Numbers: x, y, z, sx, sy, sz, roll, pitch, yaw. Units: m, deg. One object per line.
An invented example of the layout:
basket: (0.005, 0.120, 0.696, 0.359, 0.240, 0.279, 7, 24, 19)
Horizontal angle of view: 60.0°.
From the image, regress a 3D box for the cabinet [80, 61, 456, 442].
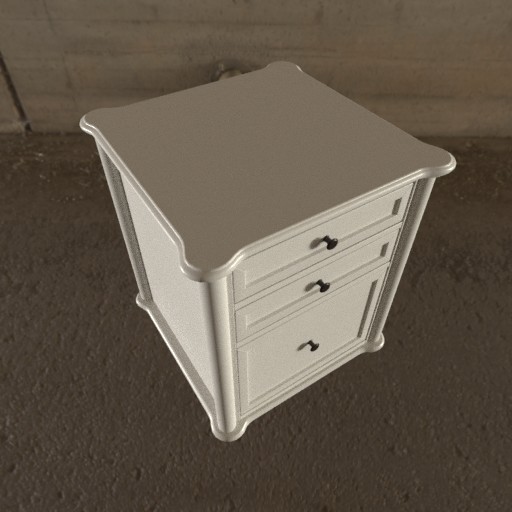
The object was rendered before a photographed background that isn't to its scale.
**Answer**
cabinet: (0.000, 0.000, 1.245, 0.628, 0.761, 0.627, -25, 50, -22)
